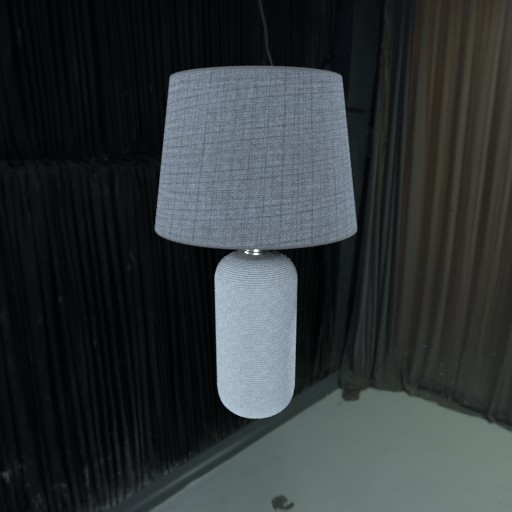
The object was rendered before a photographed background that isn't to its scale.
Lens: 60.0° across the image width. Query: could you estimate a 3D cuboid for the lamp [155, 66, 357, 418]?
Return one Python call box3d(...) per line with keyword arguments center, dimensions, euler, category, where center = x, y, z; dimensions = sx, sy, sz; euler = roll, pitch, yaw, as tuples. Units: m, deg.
box3d(center=(0.000, 0.000, 0.574), dimensions=(0.251, 0.429, 0.251), euler=(0, 15, 0), category="lamp")
